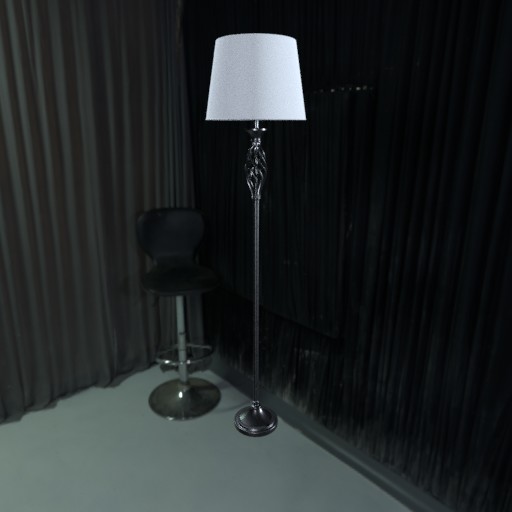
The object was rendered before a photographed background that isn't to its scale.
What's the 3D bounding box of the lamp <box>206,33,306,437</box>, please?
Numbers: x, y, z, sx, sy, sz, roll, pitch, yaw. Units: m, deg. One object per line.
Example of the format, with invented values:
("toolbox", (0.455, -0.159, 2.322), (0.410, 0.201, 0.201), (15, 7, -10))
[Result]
("lamp", (0.000, 0.000, 1.837), (0.379, 1.623, 0.379), (0, 17, 0))
